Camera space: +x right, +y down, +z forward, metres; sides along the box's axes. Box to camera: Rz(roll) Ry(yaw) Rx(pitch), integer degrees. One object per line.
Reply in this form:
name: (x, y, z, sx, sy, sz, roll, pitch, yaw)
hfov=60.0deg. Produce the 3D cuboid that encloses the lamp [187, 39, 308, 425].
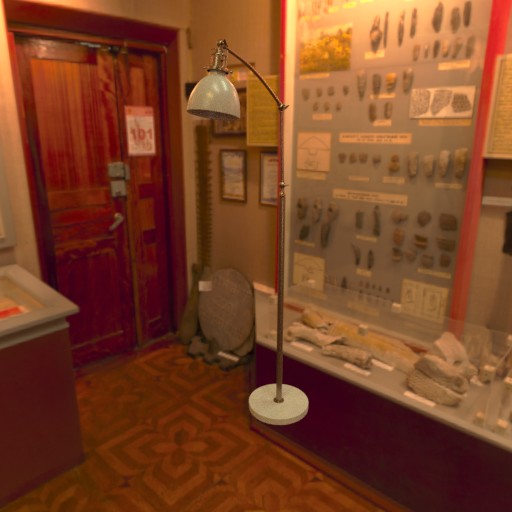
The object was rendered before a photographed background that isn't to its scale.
lamp: (0.000, 0.000, 1.826, 0.288, 1.586, 0.599, 15, 22, 42)
